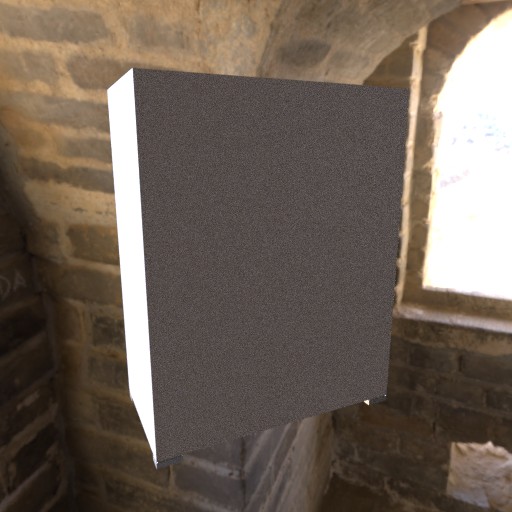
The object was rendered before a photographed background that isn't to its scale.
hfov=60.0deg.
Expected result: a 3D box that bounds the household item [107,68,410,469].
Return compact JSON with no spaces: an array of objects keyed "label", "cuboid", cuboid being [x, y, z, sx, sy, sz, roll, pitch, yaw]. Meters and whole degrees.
[{"label":"household item","cuboid":[0.000,0.000,1.425,0.790,1.010,0.420,-6,15,-25]}]
